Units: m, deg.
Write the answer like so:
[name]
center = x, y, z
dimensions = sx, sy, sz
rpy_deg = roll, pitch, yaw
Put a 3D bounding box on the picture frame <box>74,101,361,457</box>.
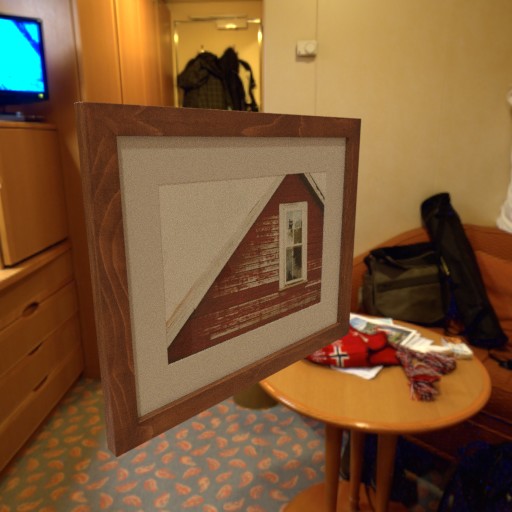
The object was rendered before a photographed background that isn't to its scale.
[picture frame]
center = 0.000, 0.000, 0.743
dimensions = 0.025, 0.457, 0.559
rpy_deg = 14, 20, 43
